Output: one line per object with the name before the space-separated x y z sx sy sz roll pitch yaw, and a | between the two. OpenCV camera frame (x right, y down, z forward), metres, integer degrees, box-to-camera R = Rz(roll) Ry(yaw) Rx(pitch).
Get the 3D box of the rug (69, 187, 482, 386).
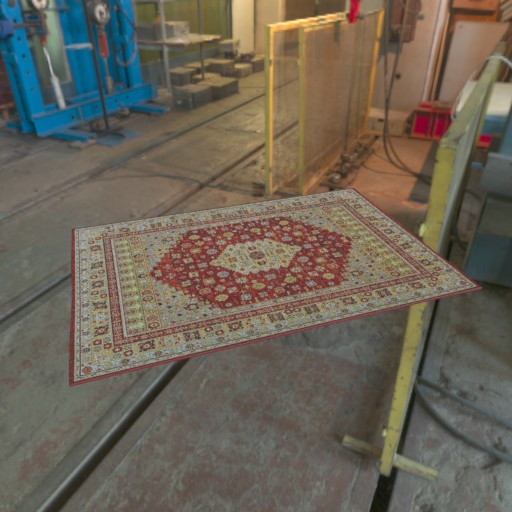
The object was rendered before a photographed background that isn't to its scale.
rug | 0.000 0.000 2.280 1.802 0.013 1.194 -10 34 -16
